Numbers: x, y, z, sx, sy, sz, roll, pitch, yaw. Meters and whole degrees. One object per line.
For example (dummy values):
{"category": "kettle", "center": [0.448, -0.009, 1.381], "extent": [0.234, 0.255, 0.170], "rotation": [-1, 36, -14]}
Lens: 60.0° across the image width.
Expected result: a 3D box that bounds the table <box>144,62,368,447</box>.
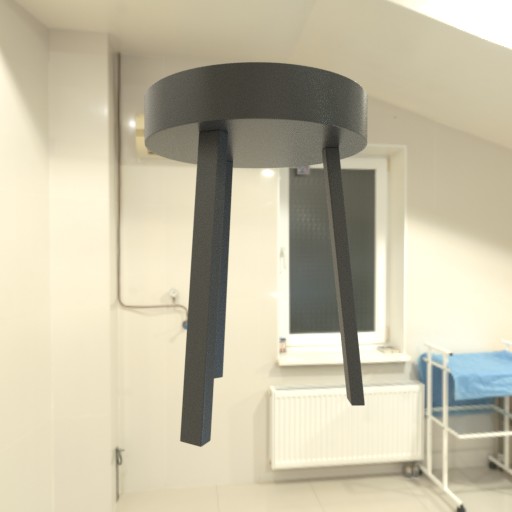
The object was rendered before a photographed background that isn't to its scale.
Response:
{"category": "table", "center": [0.000, 0.000, 0.838], "extent": [0.406, 0.559, 0.406], "rotation": [0, 1, 0]}
